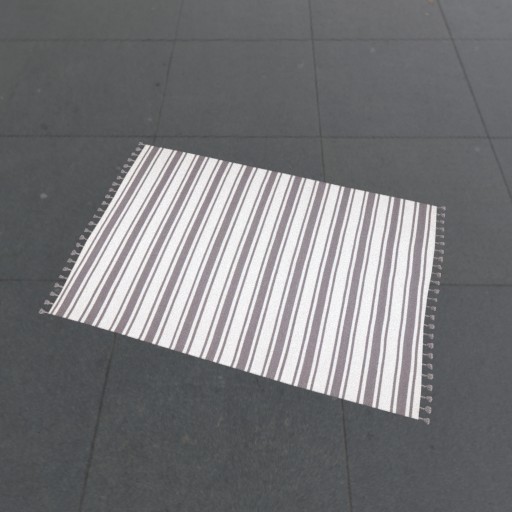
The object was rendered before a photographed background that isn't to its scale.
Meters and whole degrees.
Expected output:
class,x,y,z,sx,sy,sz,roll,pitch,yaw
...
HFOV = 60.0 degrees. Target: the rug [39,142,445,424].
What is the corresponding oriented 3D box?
class,x,y,z,sx,sy,sz,roll,pitch,yaw
rug,0.000,0.000,2.987,2.425,0.014,1.563,14,59,8
